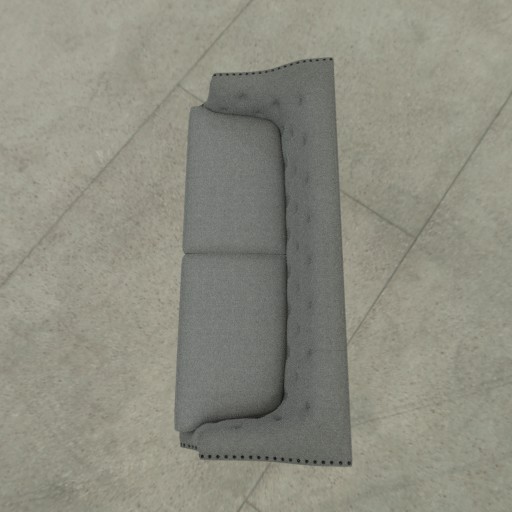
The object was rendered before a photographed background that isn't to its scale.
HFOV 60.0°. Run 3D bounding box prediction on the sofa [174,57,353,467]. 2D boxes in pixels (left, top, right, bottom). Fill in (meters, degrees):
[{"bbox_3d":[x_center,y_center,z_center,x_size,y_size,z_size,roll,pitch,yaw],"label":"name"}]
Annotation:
[{"bbox_3d":[0.000,0.000,2.722,0.914,0.901,2.235,0,75,0],"label":"sofa"}]
